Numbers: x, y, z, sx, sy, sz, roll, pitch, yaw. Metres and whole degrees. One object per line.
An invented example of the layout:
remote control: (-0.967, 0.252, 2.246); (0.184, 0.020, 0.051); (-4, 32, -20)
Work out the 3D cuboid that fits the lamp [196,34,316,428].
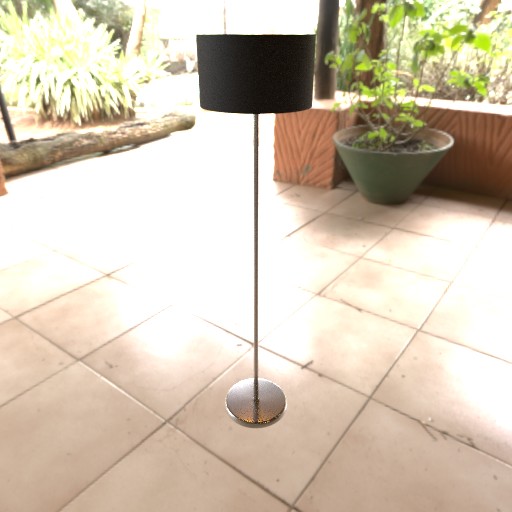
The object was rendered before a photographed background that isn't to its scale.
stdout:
lamp: (0.000, 0.000, 1.612); (0.348, 1.443, 0.348); (18, 32, 32)
